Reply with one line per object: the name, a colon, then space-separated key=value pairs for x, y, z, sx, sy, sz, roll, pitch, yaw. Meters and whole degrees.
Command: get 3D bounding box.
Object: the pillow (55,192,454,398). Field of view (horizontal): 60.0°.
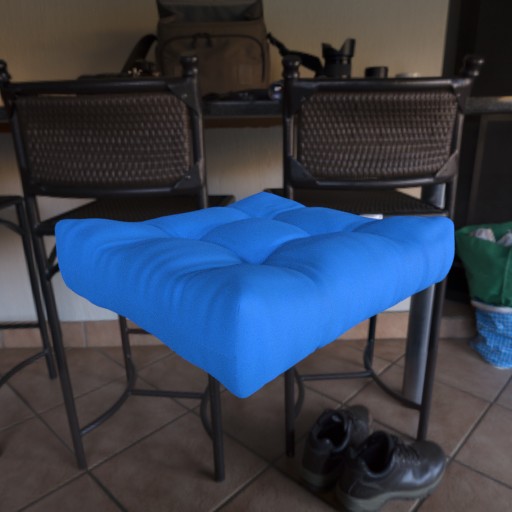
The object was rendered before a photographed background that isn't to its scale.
pillow: x=0.000 y=0.000 z=0.724 sx=0.490 sy=0.128 sz=0.468 roll=-16 pitch=23 yaw=-42
